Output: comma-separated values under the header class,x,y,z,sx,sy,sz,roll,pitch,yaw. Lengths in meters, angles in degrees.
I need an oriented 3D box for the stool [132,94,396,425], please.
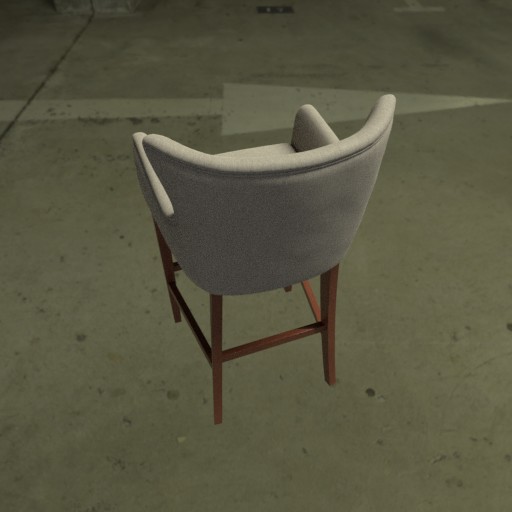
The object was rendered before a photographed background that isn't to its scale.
class,x,y,z,sx,sy,sz,roll,pitch,yaw
stool,0.000,0.000,1.364,0.575,1.047,0.575,-14,45,-15
